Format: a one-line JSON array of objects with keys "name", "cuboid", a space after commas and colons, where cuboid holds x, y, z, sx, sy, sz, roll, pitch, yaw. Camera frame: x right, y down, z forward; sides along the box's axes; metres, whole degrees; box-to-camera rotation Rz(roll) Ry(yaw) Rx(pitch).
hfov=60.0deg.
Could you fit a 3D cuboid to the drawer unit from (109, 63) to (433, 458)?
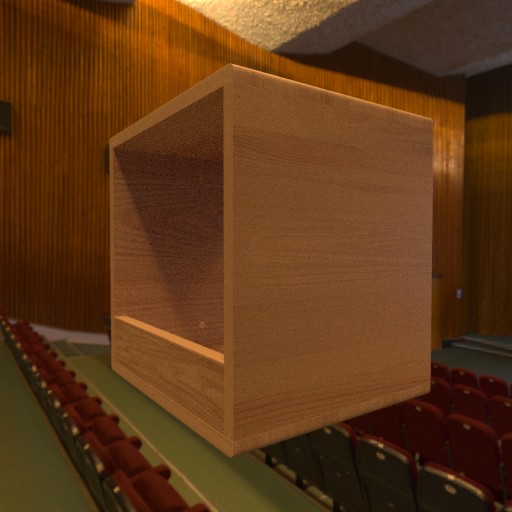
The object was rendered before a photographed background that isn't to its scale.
[{"name": "drawer unit", "cuboid": [0.000, 0.000, 0.605, 0.290, 0.344, 0.344, -1, 2, -35]}]
